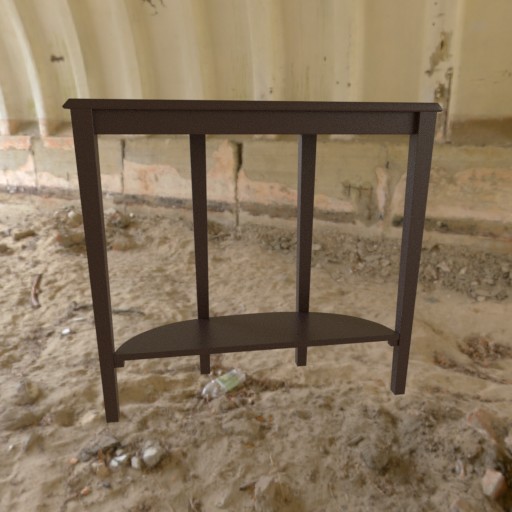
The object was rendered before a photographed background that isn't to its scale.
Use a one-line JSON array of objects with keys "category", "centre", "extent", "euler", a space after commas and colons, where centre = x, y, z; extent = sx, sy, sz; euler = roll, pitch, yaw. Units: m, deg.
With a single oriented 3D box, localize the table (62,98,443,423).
[{"category": "table", "centre": [0.000, 0.000, 1.281], "extent": [0.909, 0.831, 0.274], "euler": [-2, 16, -9]}]
